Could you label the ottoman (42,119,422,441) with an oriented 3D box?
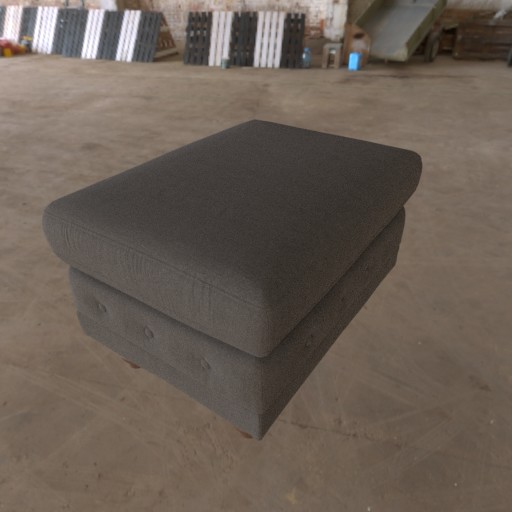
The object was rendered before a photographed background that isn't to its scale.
[{"bbox_3d":[0.000,0.000,1.129,0.569,0.500,0.771,20,38,29],"label":"ottoman"}]
